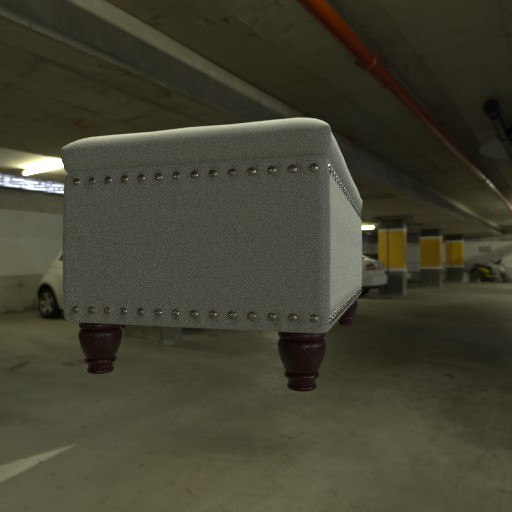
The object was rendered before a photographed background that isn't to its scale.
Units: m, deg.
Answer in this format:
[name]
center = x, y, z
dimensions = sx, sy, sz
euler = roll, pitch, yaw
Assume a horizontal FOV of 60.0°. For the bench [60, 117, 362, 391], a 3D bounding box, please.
[bench]
center = 0.000, 0.000, 1.168
dimensions = 0.500, 0.449, 0.887
euler = 0, -1, 17
